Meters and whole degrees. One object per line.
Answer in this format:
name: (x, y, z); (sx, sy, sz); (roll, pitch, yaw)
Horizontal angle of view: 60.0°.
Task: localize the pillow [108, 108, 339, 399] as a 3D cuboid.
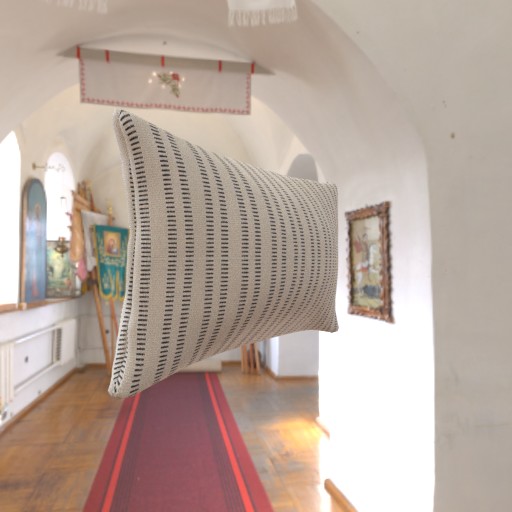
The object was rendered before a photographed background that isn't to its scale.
pillow: (0.000, 0.000, 0.795); (0.210, 0.353, 0.640); (0, -1, 34)
